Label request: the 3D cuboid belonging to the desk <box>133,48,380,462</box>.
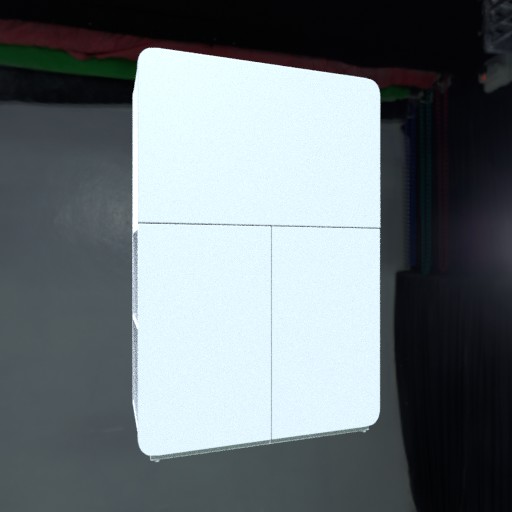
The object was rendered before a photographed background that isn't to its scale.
[{"bbox_3d":[0.000,0.000,1.506,0.795,1.190,0.278,0,0,-18],"label":"desk"}]
